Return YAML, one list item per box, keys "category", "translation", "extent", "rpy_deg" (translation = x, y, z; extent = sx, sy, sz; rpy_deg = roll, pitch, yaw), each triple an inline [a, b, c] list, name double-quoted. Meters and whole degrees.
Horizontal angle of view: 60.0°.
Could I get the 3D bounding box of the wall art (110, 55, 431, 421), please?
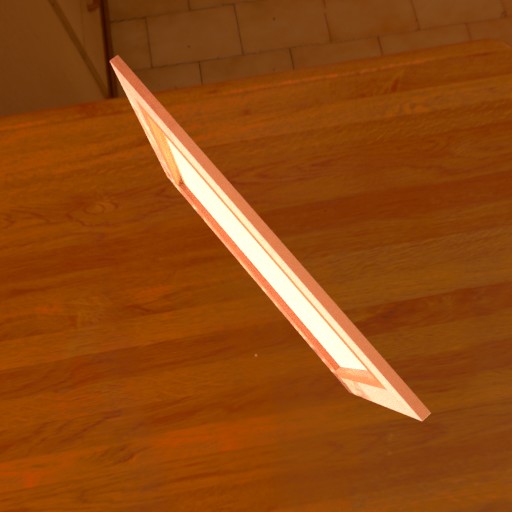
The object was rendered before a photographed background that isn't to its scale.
- category: "wall art"
  translation: [0.000, 0.000, 1.887]
  extent: [0.038, 1.012, 1.525]
  rpy_deg: [-39, 80, -8]
